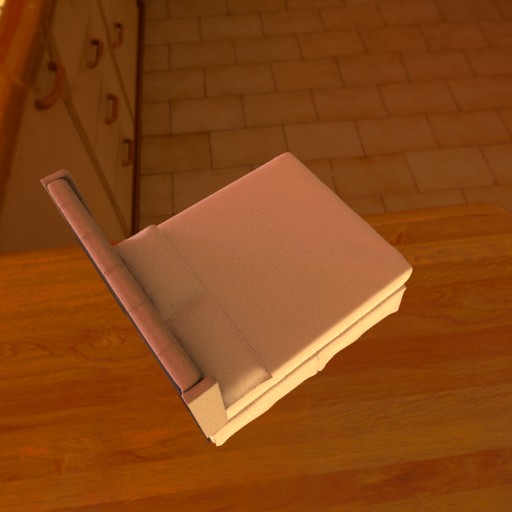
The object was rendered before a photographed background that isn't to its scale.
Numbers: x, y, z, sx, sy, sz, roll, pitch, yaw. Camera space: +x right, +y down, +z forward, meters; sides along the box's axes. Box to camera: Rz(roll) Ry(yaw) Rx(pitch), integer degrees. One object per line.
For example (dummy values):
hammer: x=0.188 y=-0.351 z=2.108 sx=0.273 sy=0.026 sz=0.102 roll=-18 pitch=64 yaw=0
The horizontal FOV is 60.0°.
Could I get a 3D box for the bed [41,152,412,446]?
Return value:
bed: x=0.000 y=0.000 z=3.405 sx=2.066 sy=1.665 sz=1.719 roll=-33 pitch=65 yaw=-18
